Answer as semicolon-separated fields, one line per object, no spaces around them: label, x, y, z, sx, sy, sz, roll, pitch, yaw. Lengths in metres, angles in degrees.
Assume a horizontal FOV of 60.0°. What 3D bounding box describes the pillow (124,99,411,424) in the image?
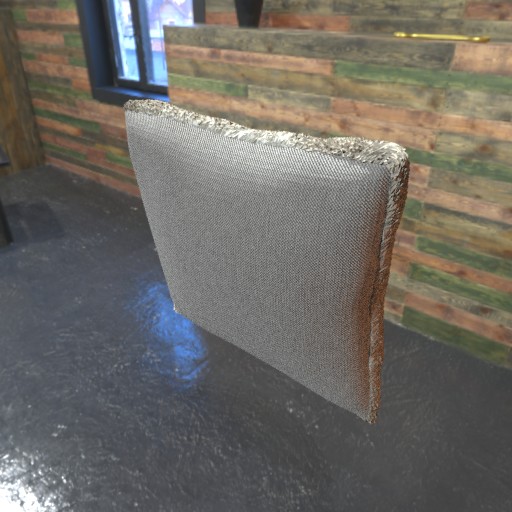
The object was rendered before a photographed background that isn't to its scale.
pillow;0.000;0.000;0.794;0.529;0.515;0.218;22;37;33
